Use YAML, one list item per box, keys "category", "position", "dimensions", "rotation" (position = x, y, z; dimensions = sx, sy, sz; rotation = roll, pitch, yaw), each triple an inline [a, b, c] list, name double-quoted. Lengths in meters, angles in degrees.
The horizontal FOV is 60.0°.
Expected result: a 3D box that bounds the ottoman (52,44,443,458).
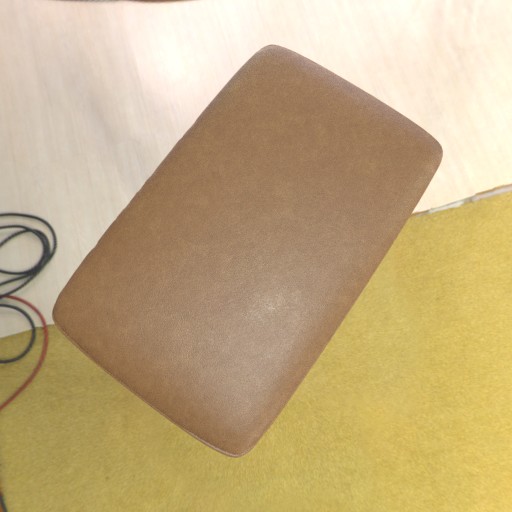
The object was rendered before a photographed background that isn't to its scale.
- category: "ottoman"
  position: [0.000, 0.000, 0.957]
  dimensions: [0.420, 0.480, 0.670]
  rotation: [34, 79, 8]
